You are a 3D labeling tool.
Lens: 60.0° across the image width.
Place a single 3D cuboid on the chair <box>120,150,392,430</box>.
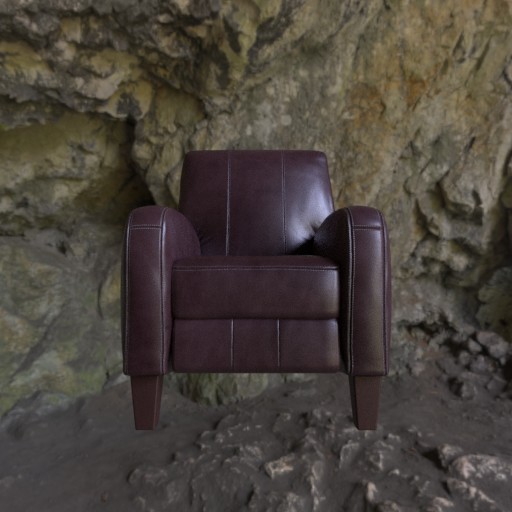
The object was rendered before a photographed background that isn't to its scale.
[{"bbox_3d":[0.000,0.000,1.656,0.762,0.990,0.990,0,-2,0],"label":"chair"}]
